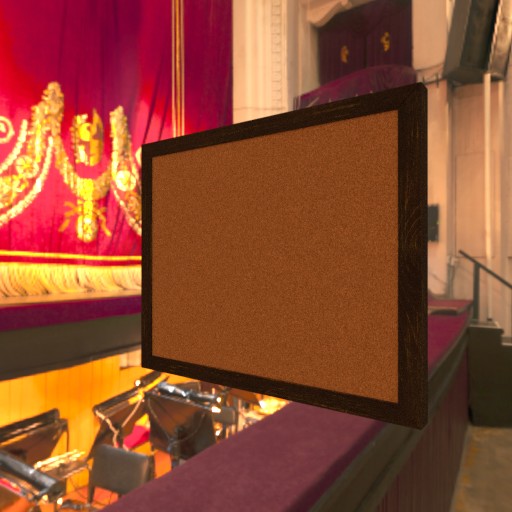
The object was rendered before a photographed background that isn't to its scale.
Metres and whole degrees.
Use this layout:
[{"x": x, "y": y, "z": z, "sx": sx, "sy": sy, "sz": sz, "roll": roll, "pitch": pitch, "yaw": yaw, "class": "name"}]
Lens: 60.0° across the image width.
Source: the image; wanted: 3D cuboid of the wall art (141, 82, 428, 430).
[{"x": 0.000, "y": 0.000, "z": 0.758, "sx": 0.558, "sy": 0.457, "sz": 0.032, "roll": 0, "pitch": 0, "yaw": 36, "class": "wall art"}]
